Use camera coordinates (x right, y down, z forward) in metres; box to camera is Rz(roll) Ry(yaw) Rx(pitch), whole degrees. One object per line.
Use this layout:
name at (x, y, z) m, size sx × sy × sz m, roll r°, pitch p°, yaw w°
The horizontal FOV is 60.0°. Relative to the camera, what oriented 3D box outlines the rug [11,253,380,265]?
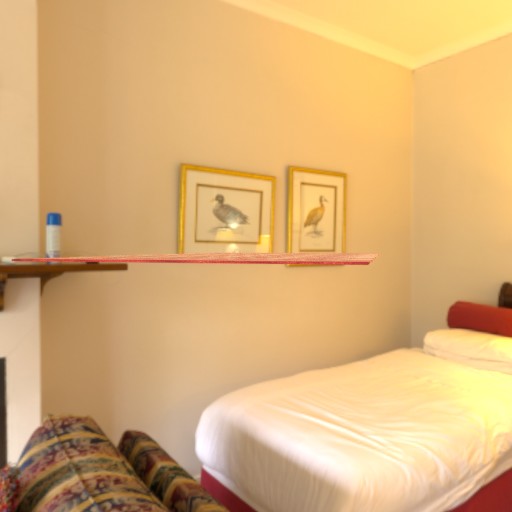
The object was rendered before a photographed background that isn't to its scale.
rug at (0.000, 0.000, 2.897) m, size 1.535 × 0.010 × 2.431 m, roll 0°, pitch 1°, yaw 17°
